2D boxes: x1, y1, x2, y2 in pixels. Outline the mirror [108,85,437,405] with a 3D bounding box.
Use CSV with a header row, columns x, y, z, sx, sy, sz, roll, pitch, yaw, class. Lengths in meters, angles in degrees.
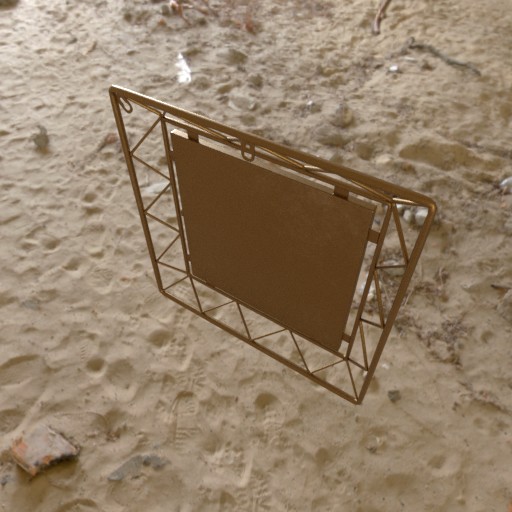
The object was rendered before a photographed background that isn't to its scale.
x,y,z,sx,sy,sz,roll,pitch,yaw,class
0.000,0.000,0.632,0.416,0.414,0.046,26,52,22,mirror
